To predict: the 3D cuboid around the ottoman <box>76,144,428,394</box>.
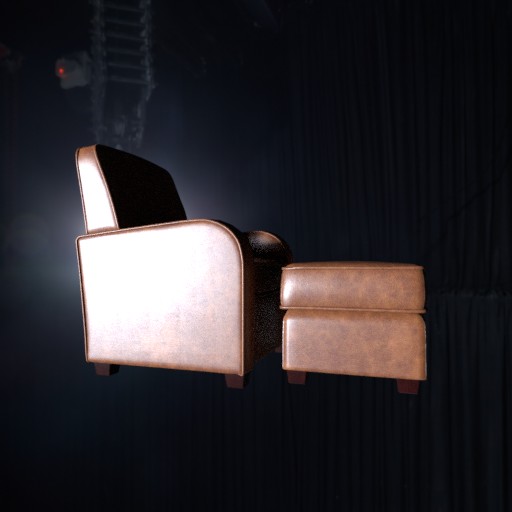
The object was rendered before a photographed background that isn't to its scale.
[{"bbox_3d":[0.000,0.000,1.838,1.314,0.904,0.732,0,-1,18],"label":"ottoman"}]
